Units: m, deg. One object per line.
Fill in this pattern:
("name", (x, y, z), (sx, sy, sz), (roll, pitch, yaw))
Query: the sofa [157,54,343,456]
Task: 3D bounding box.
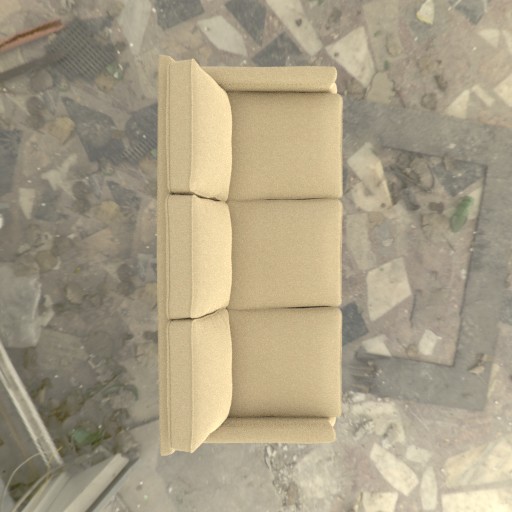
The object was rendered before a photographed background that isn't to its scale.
("sofa", (0.000, 0.000, 2.743), (1.084, 1.003, 2.246), (0, 91, -2))
